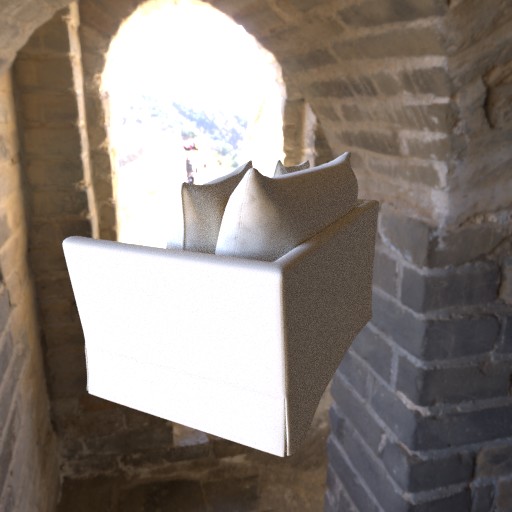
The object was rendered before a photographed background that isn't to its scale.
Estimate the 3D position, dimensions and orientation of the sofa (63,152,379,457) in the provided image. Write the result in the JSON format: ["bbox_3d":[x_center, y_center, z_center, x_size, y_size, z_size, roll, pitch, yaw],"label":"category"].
[{"bbox_3d":[0.000,0.000,2.333,1.026,1.039,1.608,7,18,24],"label":"sofa"}]
